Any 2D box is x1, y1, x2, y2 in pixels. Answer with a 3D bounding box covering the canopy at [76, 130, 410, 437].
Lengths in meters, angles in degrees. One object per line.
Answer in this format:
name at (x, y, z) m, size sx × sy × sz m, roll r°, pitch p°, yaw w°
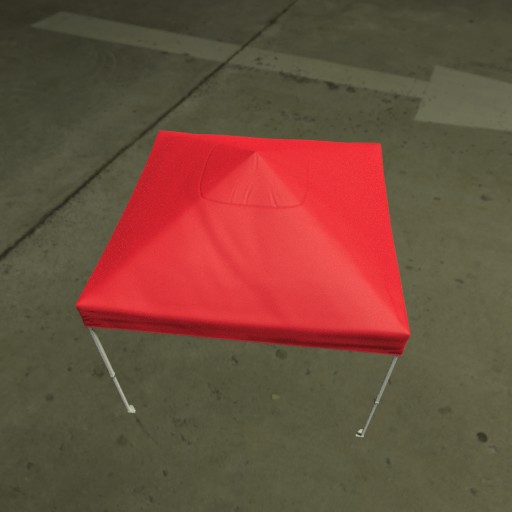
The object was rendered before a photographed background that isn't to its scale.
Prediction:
canopy at (0.000, 0.000, 5.444) m, size 2.996 × 2.997 × 2.998 m, roll 4°, pitch 47°, yaw 4°
